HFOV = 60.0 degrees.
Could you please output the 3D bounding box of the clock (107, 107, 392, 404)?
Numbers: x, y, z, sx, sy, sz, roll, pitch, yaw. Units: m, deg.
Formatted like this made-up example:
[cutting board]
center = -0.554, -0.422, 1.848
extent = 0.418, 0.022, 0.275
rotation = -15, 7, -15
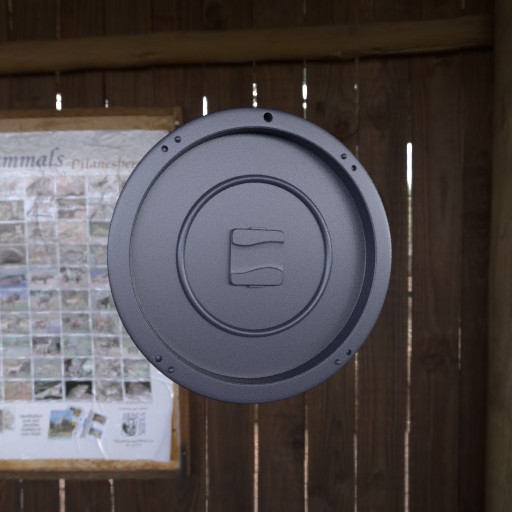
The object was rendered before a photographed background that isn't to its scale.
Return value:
[clock]
center = 0.000, 0.000, 0.473
extent = 0.300, 0.300, 0.060
rotation = 0, 1, -17
